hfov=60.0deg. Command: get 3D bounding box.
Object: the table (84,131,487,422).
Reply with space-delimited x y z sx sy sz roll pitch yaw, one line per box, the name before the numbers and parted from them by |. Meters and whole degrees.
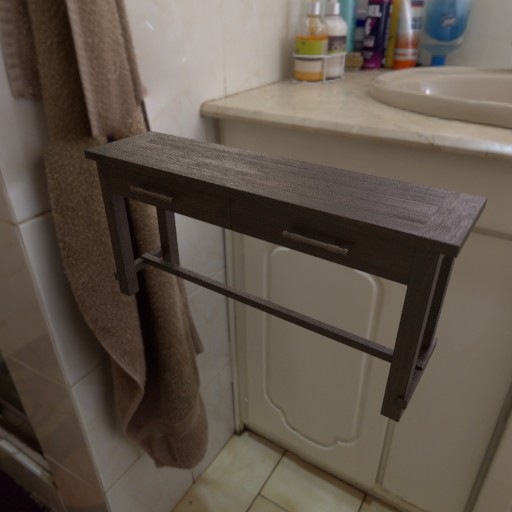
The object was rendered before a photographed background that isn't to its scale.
table | 0.000 0.000 1.921 1.599 0.762 0.442 19 35 29
